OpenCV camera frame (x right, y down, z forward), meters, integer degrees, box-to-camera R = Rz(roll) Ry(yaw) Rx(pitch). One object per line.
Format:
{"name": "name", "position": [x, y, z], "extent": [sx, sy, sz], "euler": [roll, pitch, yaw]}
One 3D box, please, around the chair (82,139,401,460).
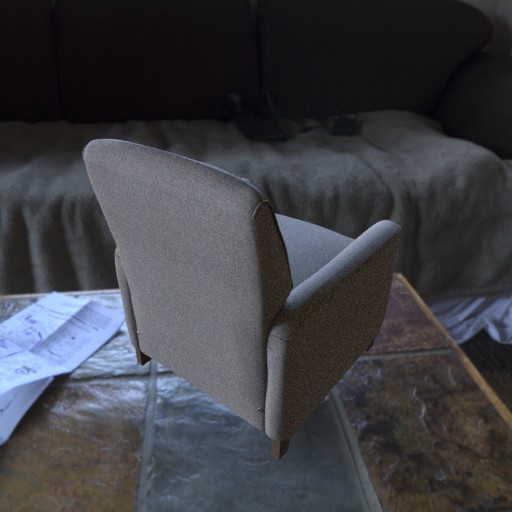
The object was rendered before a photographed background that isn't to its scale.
{"name": "chair", "position": [0.000, 0.000, 1.669], "extent": [0.848, 1.014, 0.864], "euler": [22, 37, 32]}
